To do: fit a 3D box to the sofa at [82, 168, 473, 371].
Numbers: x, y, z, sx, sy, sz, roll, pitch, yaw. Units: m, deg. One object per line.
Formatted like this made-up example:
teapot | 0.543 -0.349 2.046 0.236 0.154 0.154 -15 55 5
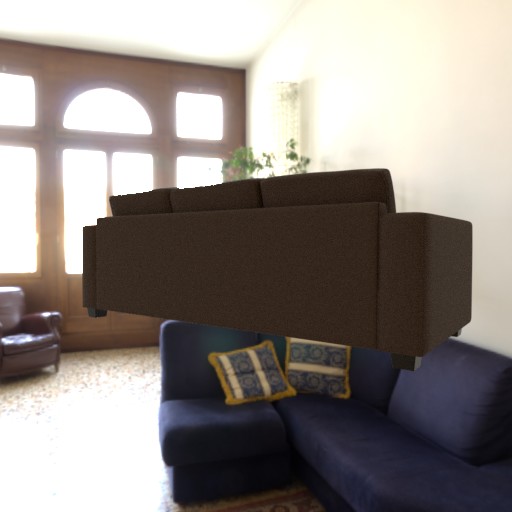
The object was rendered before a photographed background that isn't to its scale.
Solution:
sofa | 0.000 0.000 2.580 2.160 0.806 0.900 1 2 36
